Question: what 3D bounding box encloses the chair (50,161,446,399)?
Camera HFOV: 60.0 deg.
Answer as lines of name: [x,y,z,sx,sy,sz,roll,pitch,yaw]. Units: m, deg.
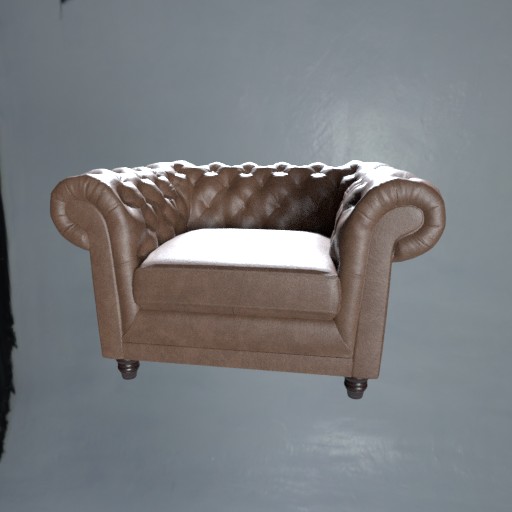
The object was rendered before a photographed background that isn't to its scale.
chair: [0.000,0.000,1.895,1.298,0.784,0.954,2,14,9]
